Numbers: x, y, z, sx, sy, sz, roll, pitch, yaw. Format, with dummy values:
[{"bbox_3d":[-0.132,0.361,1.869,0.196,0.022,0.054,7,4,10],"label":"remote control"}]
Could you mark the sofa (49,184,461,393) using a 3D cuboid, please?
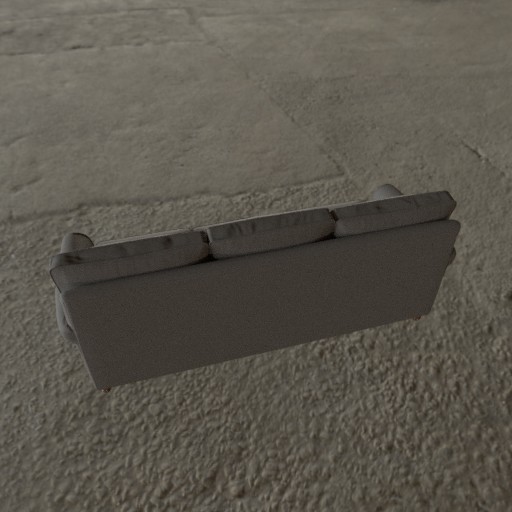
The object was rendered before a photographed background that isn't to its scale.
[{"bbox_3d":[0.000,0.000,2.836,2.353,0.948,0.966,-10,40,-12],"label":"sofa"}]
